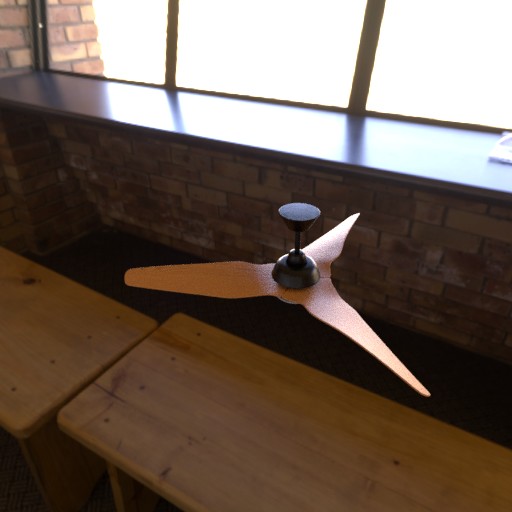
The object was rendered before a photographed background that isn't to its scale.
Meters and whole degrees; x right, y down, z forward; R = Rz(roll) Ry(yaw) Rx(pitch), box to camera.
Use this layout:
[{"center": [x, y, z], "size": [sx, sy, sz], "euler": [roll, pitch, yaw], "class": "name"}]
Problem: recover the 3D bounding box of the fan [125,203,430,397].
[{"center": [0.000, 0.000, 1.635], "size": [1.010, 0.355, 1.142], "euler": [0, 31, 0], "class": "fan"}]
